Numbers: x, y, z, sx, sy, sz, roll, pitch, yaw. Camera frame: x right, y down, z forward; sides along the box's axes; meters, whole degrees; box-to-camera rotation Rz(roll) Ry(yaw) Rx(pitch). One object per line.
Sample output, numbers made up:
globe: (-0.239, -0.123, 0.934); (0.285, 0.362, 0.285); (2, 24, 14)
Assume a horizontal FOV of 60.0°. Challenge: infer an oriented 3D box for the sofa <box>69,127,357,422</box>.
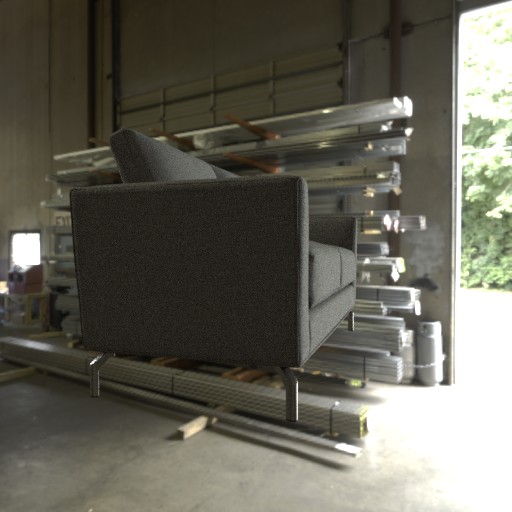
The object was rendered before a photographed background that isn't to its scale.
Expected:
sofa: (0.000, 0.000, 2.095); (0.803, 0.924, 1.594); (0, 1, 18)
